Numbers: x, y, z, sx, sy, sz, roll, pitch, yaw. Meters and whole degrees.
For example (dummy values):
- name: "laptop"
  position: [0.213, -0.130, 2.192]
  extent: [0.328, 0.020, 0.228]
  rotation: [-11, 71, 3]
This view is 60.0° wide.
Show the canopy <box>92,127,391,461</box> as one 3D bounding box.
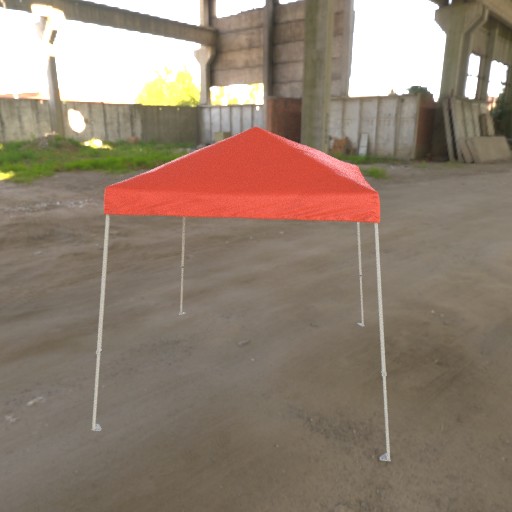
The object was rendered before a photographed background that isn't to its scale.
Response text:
- name: "canopy"
  position: [0.000, 0.000, 5.093]
  extent: [2.850, 2.850, 2.849]
  rotation: [2, 17, 8]
